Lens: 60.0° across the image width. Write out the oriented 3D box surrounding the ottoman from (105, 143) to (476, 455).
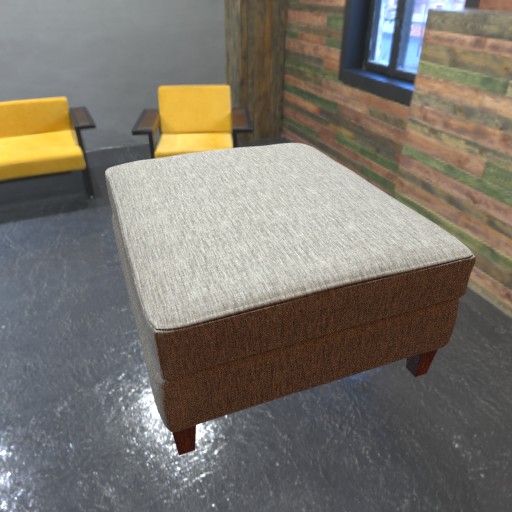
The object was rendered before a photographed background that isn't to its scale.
[{"bbox_3d":[0.000,0.000,1.465,0.839,0.492,0.994,-12,34,-18],"label":"ottoman"}]
